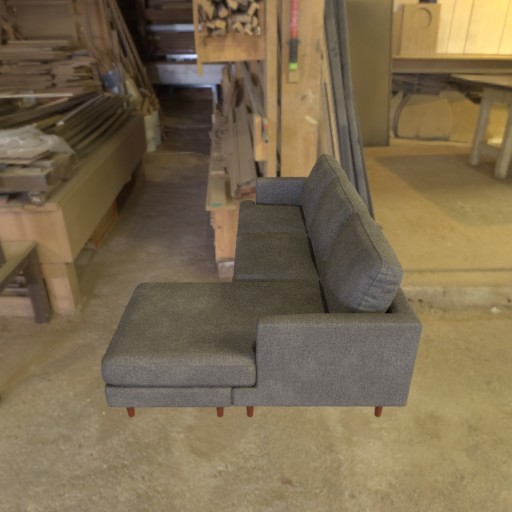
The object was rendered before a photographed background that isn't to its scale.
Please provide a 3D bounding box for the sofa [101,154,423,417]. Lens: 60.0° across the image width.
[{"bbox_3d":[0.000,0.000,3.071,1.504,0.956,2.233,0,27,0],"label":"sofa"}]
